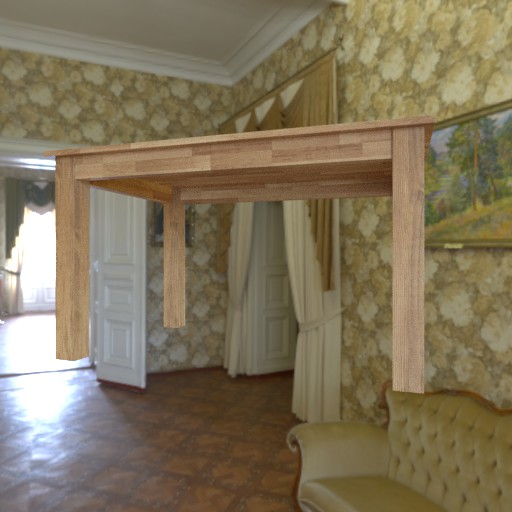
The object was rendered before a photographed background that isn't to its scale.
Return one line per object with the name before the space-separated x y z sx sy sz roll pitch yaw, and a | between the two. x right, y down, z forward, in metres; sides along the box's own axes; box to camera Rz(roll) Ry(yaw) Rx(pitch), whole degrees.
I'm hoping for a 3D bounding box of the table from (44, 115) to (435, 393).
table | 0.000 0.000 1.808 1.300 0.750 0.900 0 0 18
